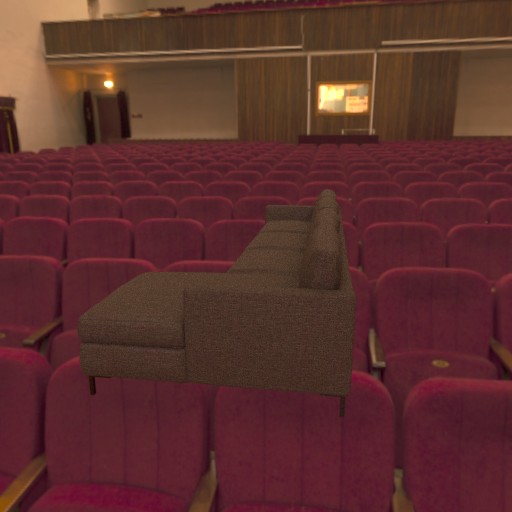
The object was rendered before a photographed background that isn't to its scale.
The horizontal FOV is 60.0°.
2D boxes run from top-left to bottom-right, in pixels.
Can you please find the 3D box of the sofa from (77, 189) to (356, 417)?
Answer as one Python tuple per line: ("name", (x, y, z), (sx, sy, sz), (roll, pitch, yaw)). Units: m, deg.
("sofa", (0.000, 0.000, 3.789), (1.483, 0.892, 3.221), (2, 14, 9))
